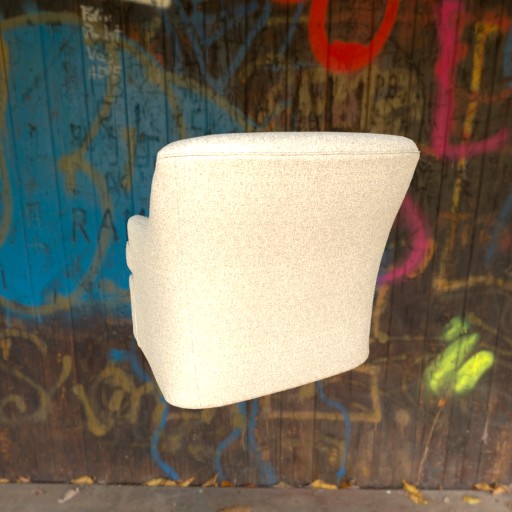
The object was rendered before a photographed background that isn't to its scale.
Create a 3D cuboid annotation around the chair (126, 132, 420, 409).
[{"bbox_3d":[0.000,0.000,1.617,0.864,0.856,0.923,-7,16,-26],"label":"chair"}]
